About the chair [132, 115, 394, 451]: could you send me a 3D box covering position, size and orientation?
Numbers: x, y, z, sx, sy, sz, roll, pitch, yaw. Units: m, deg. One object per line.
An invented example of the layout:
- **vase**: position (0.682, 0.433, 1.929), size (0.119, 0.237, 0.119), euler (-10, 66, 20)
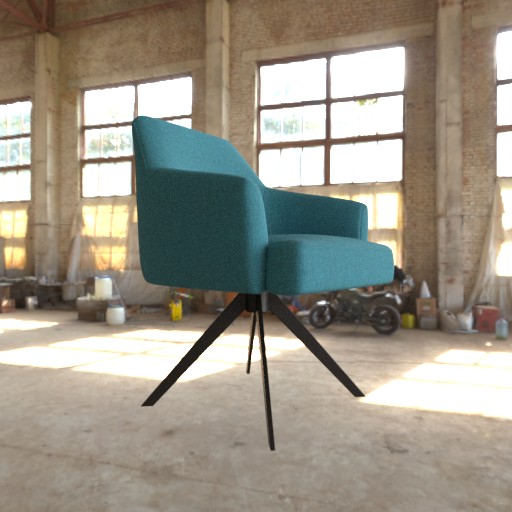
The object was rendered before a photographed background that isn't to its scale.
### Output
- **chair**: position (0.000, 0.000, 1.338), size (0.677, 0.874, 0.642), euler (0, 0, 38)
